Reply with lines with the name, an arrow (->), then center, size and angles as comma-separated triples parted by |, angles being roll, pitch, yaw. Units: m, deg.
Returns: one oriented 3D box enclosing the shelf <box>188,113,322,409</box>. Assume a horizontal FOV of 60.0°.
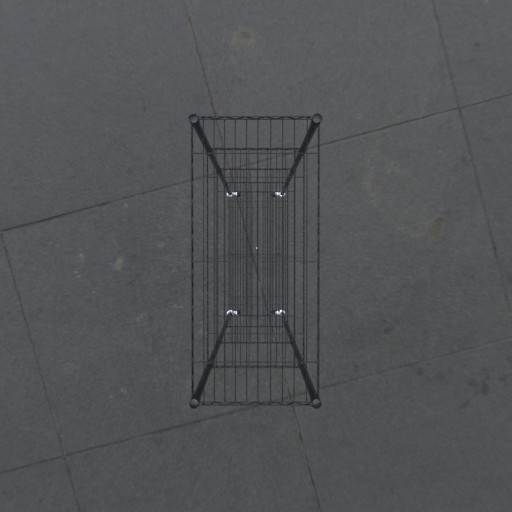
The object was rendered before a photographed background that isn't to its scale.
shelf -> 0.000, 0.000, 1.939 | 0.356, 1.645, 0.762 | 0, 91, 0
